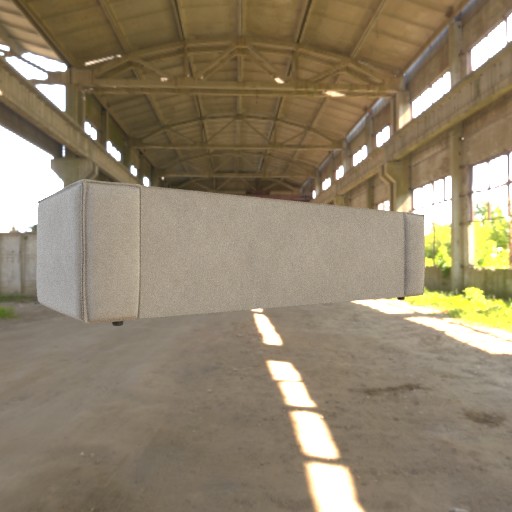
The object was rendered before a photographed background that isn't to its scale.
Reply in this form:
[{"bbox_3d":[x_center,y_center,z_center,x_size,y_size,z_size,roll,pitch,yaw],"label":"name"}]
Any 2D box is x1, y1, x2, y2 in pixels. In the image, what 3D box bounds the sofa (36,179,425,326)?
[{"bbox_3d":[0.000,0.000,3.129,2.697,0.680,1.038,0,0,-36],"label":"sofa"}]
